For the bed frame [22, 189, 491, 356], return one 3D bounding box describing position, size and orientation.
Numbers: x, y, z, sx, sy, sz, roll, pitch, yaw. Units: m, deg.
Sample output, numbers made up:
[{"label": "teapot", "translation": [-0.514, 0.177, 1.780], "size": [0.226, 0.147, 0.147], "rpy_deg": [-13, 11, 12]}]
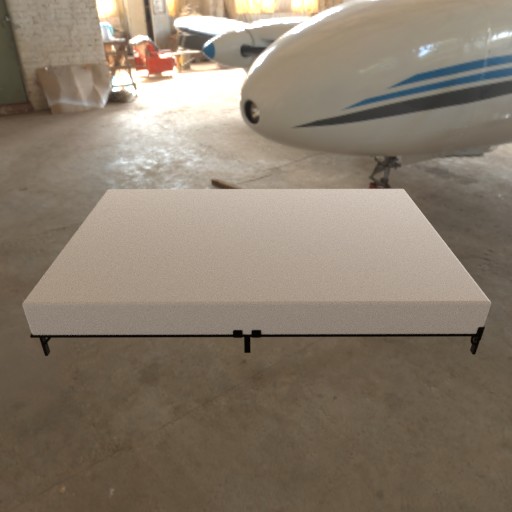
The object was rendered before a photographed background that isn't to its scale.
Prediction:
[{"label": "bed frame", "translation": [0.000, 0.000, 3.729], "size": [2.987, 0.440, 1.930], "rpy_deg": [0, 31, 0]}]
